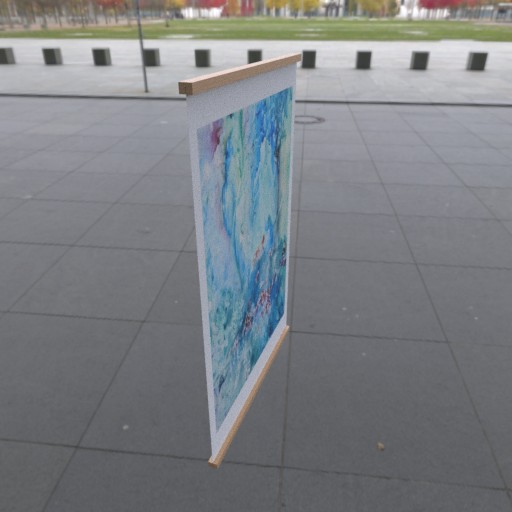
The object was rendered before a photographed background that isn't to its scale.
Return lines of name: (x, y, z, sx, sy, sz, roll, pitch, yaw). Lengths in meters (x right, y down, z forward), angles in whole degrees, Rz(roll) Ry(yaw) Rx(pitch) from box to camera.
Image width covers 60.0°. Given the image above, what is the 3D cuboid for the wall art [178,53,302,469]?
wall art: (0.000, 0.000, 0.765, 0.016, 0.611, 0.401, 11, 30, 19)
